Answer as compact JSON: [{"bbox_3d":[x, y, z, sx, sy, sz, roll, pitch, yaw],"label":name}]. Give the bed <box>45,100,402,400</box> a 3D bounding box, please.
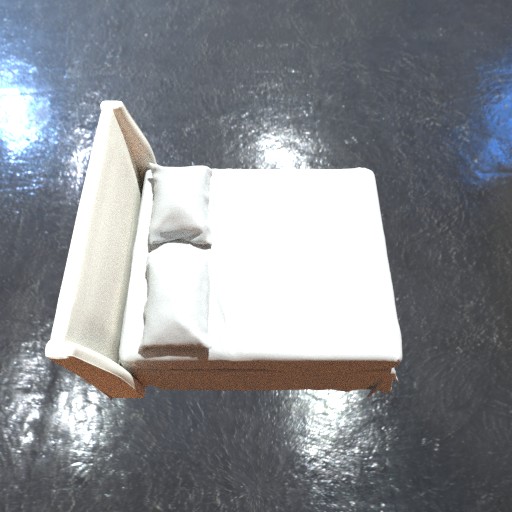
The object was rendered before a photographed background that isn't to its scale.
[{"bbox_3d":[0.000,0.000,3.366,2.276,1.332,1.925,0,62,0],"label":"bed"}]
